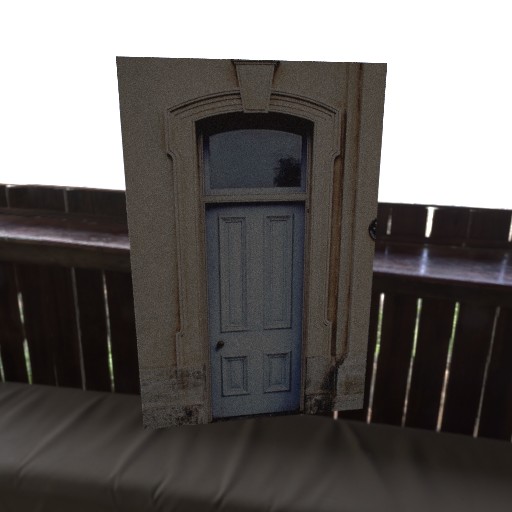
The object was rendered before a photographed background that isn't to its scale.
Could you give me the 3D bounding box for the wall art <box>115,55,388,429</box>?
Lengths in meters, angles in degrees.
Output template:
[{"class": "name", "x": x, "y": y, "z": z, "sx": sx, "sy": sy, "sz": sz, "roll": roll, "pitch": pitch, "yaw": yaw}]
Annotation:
[{"class": "wall art", "x": 0.000, "y": 0.000, "z": 0.746, "sx": 0.403, "sy": 0.607, "sz": 0.036, "roll": -2, "pitch": 16, "yaw": -9}]
